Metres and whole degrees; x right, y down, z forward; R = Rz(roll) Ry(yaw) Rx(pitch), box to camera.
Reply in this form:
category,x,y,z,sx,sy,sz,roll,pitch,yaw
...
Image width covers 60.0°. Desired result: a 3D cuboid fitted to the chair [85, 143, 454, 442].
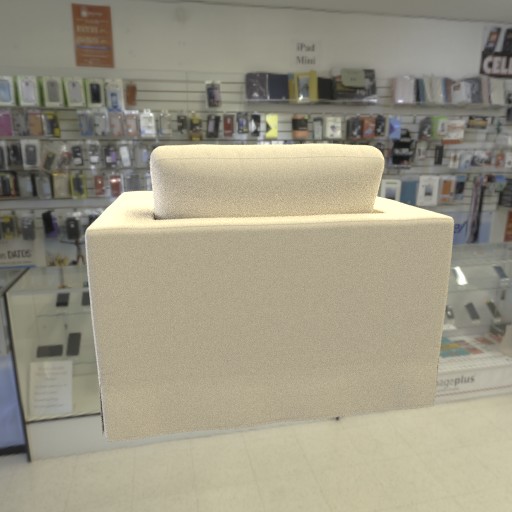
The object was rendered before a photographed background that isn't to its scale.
category,x,y,z,sx,sy,sz,roll,pitch,yaw
chair,0.000,0.000,1.782,1.150,0.878,0.957,-3,15,-10
